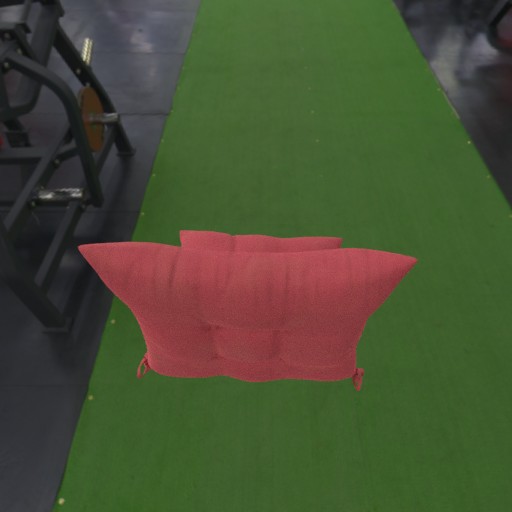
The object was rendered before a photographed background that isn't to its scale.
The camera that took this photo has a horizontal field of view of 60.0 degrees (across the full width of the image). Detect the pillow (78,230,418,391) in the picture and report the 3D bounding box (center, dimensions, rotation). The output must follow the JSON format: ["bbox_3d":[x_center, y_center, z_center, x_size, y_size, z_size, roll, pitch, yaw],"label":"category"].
[{"bbox_3d":[0.000,0.000,1.012,0.541,0.536,0.585,2,47,2],"label":"pillow"}]
